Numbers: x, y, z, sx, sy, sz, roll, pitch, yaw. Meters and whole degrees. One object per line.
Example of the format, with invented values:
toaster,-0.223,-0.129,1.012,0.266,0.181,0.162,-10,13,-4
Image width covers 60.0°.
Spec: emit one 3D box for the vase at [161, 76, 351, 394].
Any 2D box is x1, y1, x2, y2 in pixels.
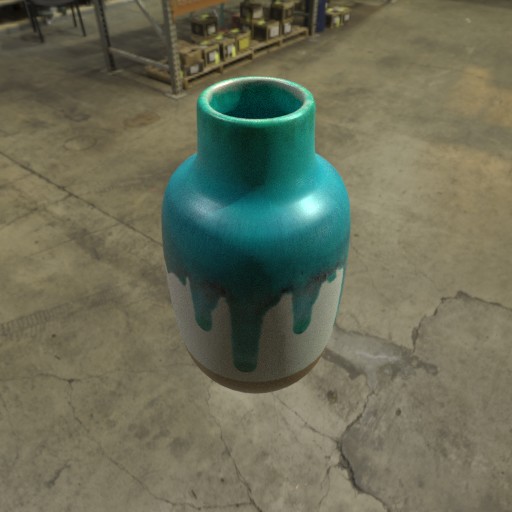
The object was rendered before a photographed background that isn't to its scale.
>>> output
vase,0.000,0.000,0.262,0.106,0.192,0.106,0,42,0
